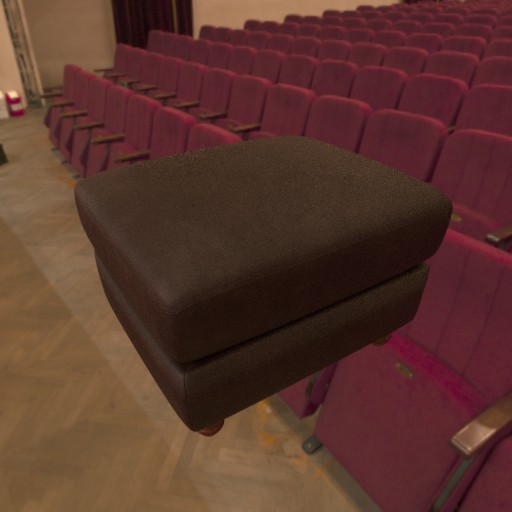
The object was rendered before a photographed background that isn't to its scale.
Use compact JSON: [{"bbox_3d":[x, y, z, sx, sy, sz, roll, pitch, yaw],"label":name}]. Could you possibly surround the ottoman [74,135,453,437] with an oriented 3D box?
[{"bbox_3d":[0.000,0.000,1.261,0.806,0.569,0.670,-19,36,-28],"label":"ottoman"}]
